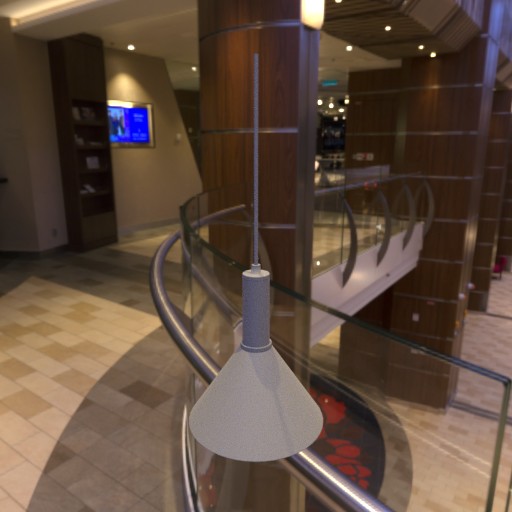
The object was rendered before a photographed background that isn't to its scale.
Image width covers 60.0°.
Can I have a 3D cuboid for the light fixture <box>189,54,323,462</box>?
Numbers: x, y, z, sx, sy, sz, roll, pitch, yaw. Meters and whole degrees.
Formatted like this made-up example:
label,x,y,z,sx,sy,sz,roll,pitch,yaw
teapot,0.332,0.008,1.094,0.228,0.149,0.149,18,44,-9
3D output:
label,x,y,z,sx,sy,sz,roll,pitch,yaw
light fixture,0.000,0.000,0.810,0.267,0.683,0.267,-2,14,-10
